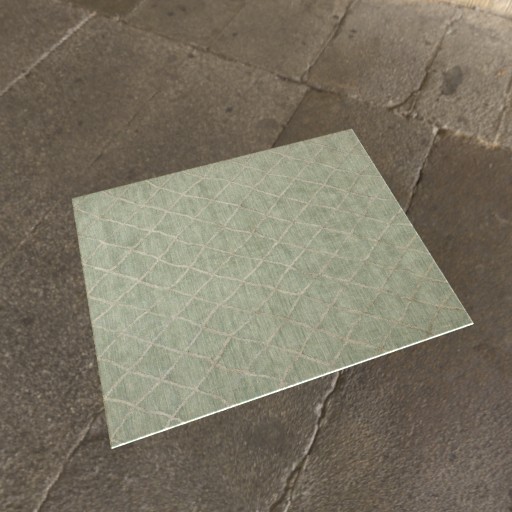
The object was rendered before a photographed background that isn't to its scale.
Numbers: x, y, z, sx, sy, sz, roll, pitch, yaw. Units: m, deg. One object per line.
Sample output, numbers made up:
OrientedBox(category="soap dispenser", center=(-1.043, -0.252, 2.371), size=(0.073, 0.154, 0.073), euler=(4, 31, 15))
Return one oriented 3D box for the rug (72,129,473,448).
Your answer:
OrientedBox(category="rug", center=(0.000, 0.000, 4.059), size=(3.039, 0.019, 2.420), euler=(-16, 61, -9))
